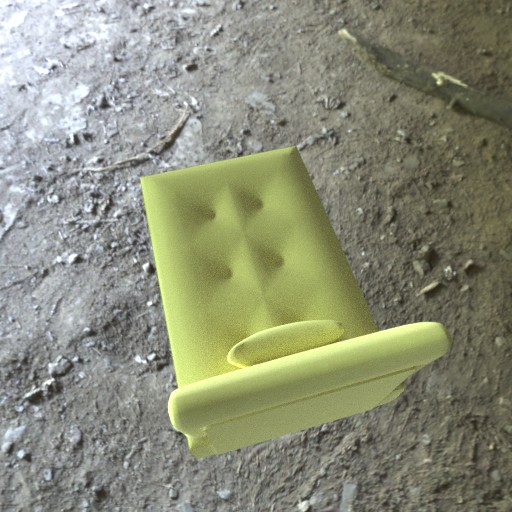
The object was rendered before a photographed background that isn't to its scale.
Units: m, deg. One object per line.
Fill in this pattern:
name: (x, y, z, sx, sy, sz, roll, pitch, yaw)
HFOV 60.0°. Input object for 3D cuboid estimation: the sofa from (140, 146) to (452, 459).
sofa: (0.000, 0.000, 2.017, 0.930, 0.820, 1.450, -13, 59, -8)
